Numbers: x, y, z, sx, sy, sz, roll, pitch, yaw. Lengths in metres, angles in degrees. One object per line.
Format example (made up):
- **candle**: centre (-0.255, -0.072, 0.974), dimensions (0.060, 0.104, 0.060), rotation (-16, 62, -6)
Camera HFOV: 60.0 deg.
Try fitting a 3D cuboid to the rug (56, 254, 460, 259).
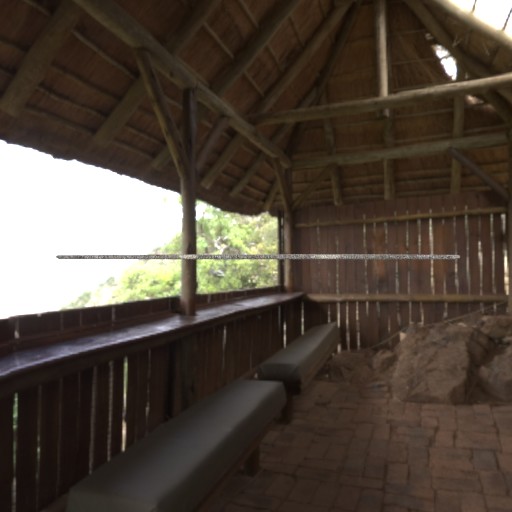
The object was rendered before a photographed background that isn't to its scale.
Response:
- **rug**: centre (0.000, 0.000, 4.094), dimensions (2.399, 0.026, 3.000), rotation (0, 0, -1)
